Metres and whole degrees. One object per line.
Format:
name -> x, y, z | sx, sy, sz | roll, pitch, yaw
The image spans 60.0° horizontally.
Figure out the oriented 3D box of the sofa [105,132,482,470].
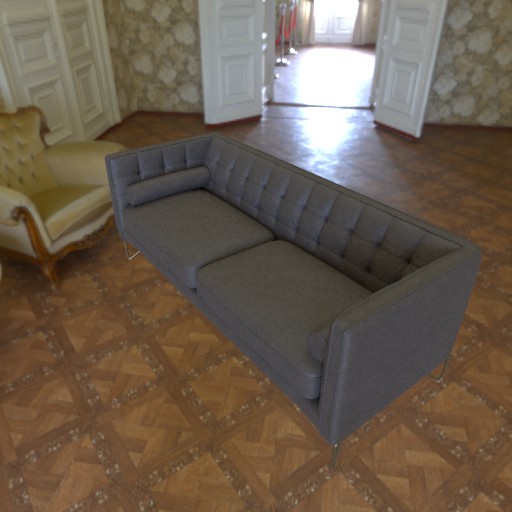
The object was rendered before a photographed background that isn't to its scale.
sofa -> 0.000, 0.000, 2.501 | 0.867, 0.789, 2.087 | -22, 38, -31
